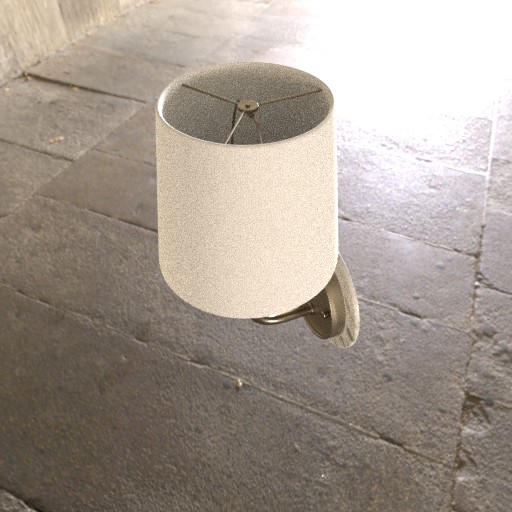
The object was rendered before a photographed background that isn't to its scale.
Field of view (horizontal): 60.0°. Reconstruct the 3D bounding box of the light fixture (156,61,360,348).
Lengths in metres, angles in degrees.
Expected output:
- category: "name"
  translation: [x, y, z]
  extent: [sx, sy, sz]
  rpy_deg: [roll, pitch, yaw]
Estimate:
- category: "light fixture"
  translation: [0.000, 0.000, 0.444]
  extent: [0.188, 0.337, 0.168]
  rpy_deg: [-16, 49, -15]
